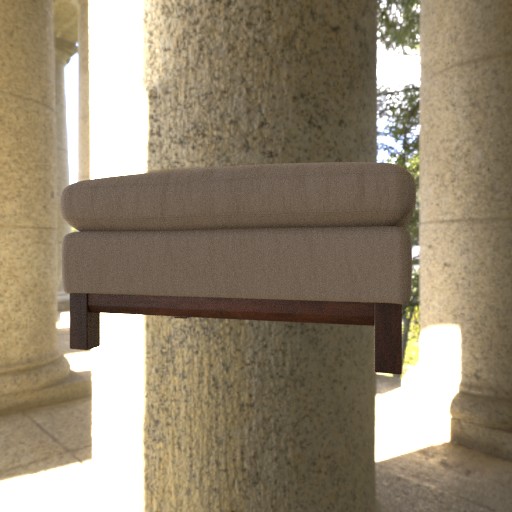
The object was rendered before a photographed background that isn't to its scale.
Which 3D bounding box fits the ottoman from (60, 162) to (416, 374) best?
[{"bbox_3d":[0.000,0.000,1.155,0.771,0.420,0.606,0,0,17],"label":"ottoman"}]
